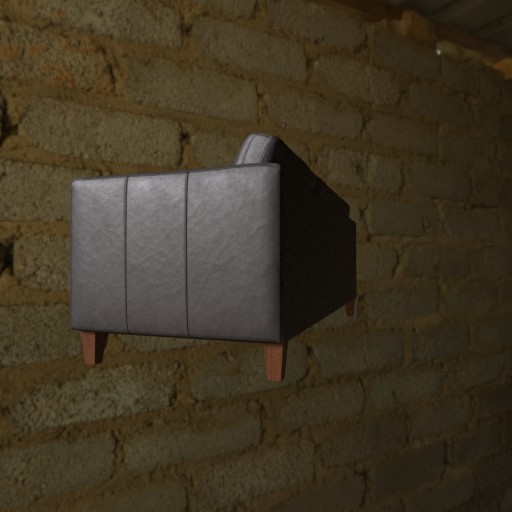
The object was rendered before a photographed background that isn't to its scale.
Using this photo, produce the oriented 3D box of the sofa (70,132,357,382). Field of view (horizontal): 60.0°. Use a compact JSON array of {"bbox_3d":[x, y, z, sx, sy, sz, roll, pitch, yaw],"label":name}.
[{"bbox_3d":[0.000,0.000,2.945,1.045,1.006,2.464,0,-1,19],"label":"sofa"}]
